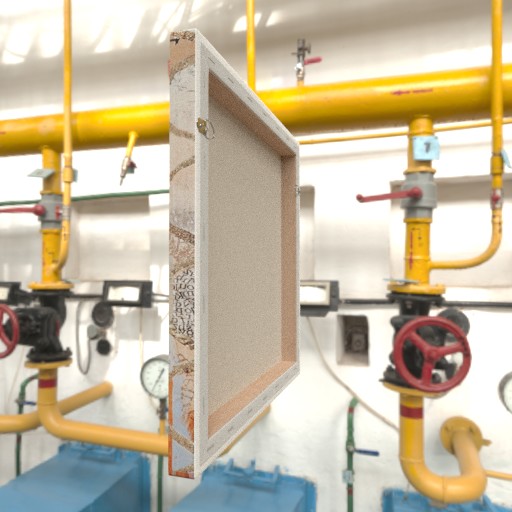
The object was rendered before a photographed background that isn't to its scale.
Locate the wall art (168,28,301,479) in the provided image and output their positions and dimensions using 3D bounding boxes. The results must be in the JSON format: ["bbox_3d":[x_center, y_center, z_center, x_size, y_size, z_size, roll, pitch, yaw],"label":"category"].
[{"bbox_3d":[0.000,0.000,0.738,0.038,0.508,0.507,0,-1,19],"label":"wall art"}]
